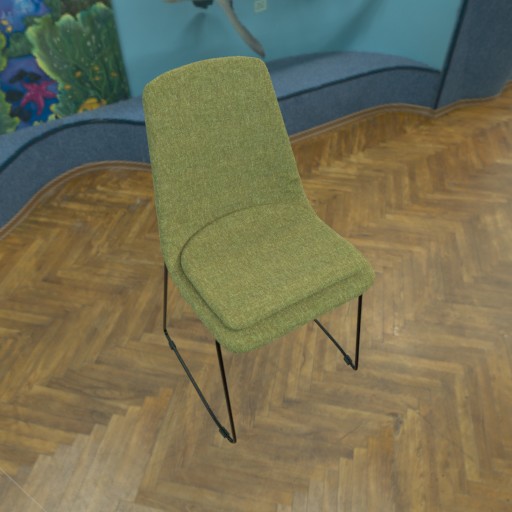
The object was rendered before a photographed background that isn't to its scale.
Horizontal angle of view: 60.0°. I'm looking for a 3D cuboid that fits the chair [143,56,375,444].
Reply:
[{"bbox_3d":[0.000,0.000,1.162,0.479,0.849,0.496,-23,49,-22],"label":"chair"}]
